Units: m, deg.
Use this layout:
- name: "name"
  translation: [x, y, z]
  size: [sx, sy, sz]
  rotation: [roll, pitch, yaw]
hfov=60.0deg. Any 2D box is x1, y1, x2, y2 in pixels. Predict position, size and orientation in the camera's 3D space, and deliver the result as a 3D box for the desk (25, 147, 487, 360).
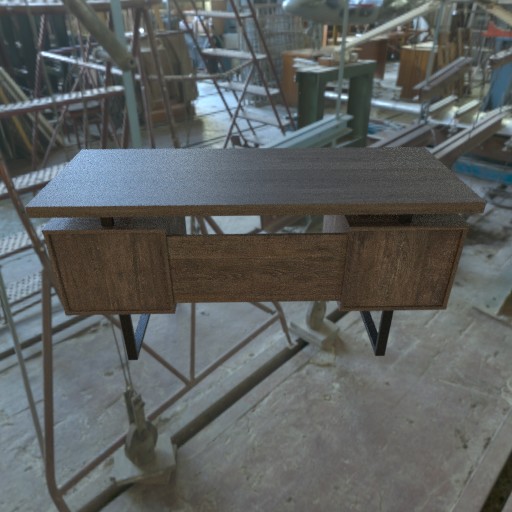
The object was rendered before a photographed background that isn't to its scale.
- name: "desk"
  translation: [0.000, 0.000, 1.915]
  size: [1.524, 0.760, 0.600]
  rotation: [-1, 31, -1]
